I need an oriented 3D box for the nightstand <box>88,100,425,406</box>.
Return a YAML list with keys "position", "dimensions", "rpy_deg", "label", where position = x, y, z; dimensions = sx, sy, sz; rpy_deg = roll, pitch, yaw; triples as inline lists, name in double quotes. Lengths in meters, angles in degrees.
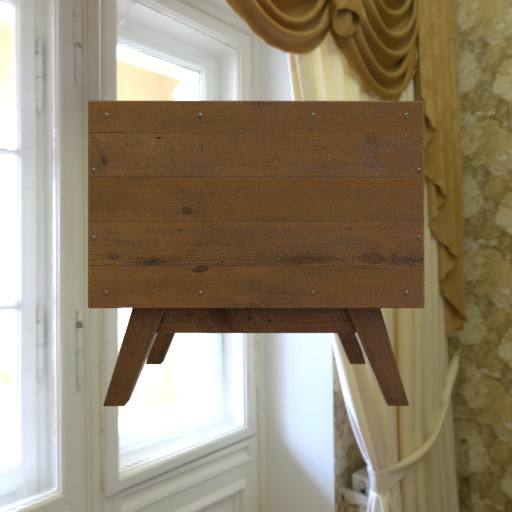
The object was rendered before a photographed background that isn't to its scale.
- position: [0.000, 0.000, 1.078]
  dimensions: [0.650, 0.599, 0.450]
  rpy_deg: [0, 0, 0]
  label: "nightstand"
